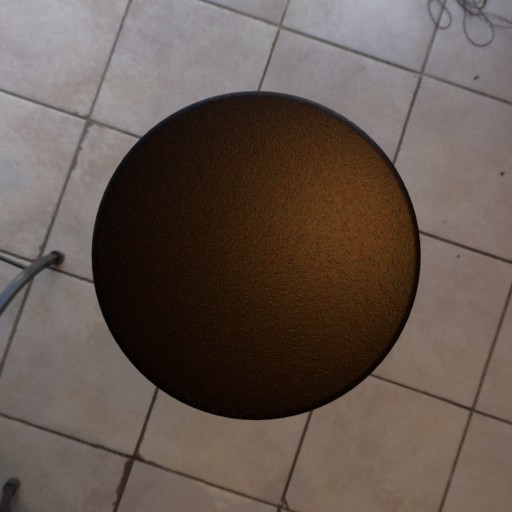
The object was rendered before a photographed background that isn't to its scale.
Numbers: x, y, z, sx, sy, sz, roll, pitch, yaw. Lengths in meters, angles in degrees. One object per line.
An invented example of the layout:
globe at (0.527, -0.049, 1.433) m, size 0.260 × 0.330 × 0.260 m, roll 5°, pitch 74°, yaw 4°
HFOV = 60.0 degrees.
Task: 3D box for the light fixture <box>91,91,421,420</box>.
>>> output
light fixture at (0.000, 0.000, 0.635) m, size 0.389 × 0.229 × 0.389 m, roll 0°, pitch 89°, yaw 0°
